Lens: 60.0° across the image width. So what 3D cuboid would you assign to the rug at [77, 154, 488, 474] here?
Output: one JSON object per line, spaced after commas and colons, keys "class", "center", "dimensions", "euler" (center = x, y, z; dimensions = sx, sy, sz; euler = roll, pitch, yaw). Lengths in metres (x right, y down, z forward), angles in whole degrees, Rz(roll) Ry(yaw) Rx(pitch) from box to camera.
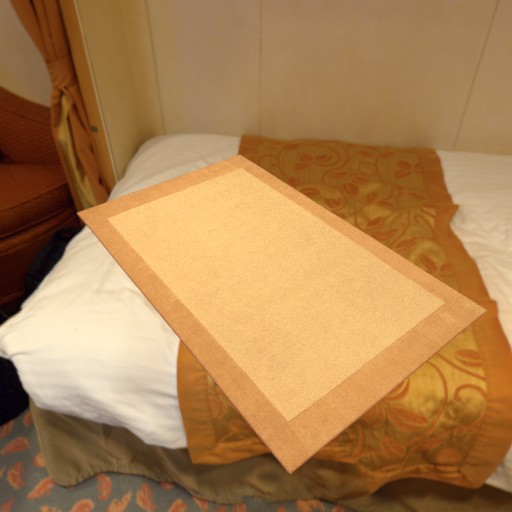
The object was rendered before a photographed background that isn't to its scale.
{"class": "rug", "center": [0.000, 0.000, 2.958], "dimensions": [1.524, 0.014, 2.438], "euler": [-27, 47, -28]}
